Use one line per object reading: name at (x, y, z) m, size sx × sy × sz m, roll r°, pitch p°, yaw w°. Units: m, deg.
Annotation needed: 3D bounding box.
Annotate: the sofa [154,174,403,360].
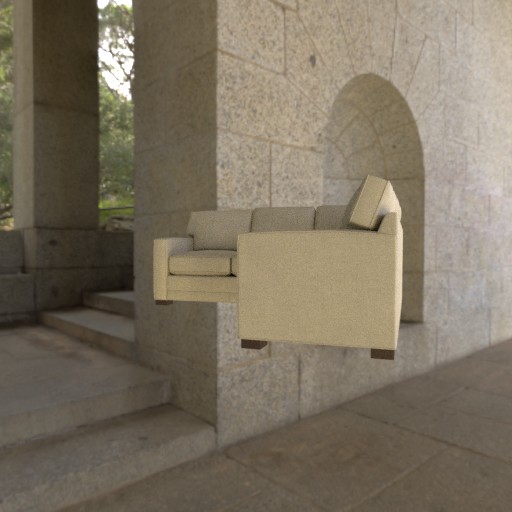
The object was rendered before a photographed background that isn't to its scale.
sofa at (0.000, 0.000, 3.474) m, size 2.188 × 0.936 × 2.211 m, roll 0°, pitch 1°, yaw 18°
